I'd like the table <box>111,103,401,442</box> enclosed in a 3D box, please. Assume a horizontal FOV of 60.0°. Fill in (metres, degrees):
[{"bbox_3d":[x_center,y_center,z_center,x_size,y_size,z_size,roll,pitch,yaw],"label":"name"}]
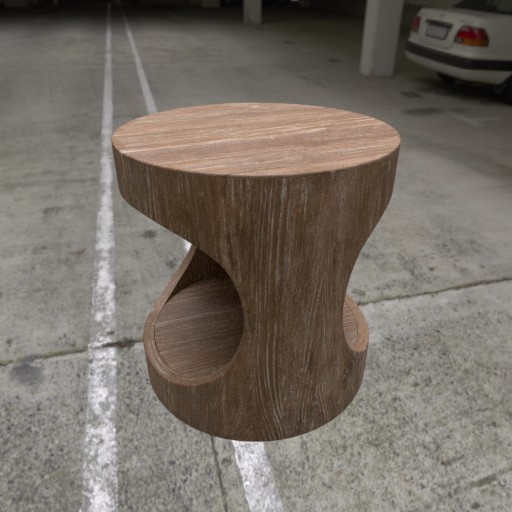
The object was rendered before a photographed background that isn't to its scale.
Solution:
[{"bbox_3d":[0.000,0.000,0.972,0.527,0.551,0.527,0,29,0],"label":"table"}]
